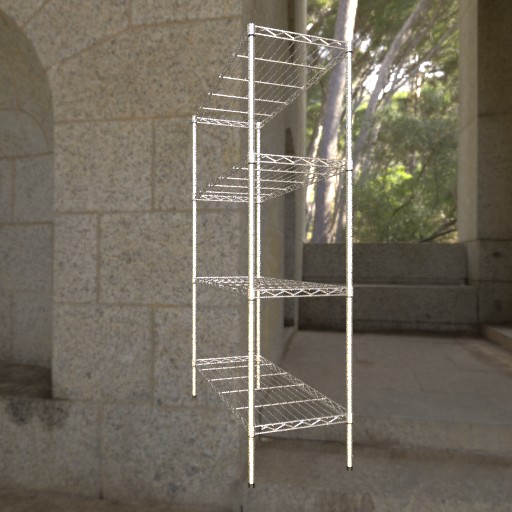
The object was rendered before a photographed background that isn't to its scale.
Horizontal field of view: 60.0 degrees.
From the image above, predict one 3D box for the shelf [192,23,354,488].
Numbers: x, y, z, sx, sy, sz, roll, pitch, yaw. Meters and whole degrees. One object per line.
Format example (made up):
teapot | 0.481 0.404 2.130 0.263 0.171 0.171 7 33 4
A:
shelf | 0.000 0.000 1.774 0.352 1.360 0.907 0 0 -19
